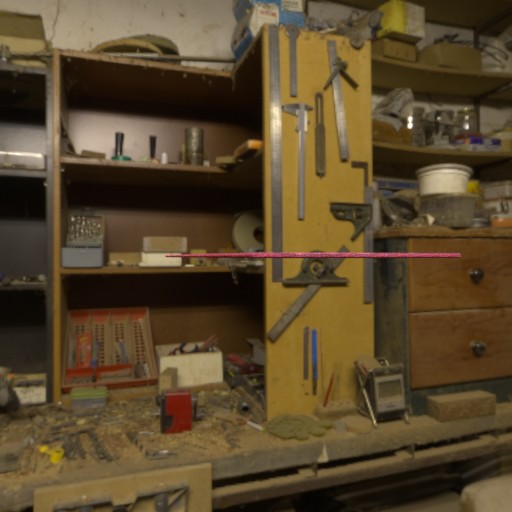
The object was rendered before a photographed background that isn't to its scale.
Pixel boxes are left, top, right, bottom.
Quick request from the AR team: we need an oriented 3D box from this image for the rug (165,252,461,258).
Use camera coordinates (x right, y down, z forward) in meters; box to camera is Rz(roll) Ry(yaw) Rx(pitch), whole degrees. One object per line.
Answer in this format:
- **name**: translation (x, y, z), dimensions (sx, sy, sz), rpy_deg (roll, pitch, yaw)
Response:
- **rug**: translation (0.000, 0.000, 2.673), dimensions (0.813, 0.018, 2.439), rpy_deg (0, 0, -18)
